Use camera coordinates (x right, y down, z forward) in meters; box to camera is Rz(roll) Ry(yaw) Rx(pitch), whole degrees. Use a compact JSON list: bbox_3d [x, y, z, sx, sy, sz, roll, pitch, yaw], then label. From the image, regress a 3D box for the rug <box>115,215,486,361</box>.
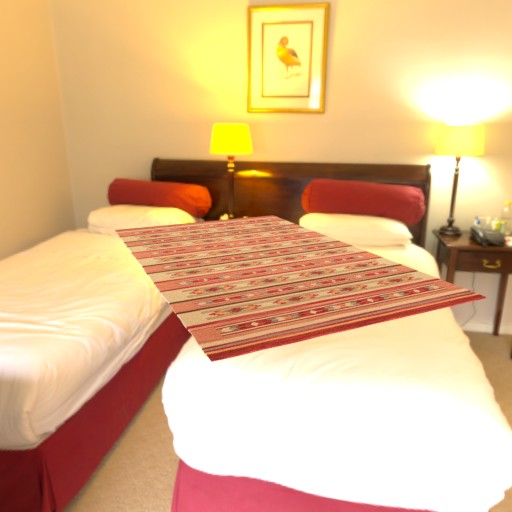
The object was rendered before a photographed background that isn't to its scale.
[{"bbox_3d":[0.000,0.000,3.067,1.535,0.010,2.431,-8,18,-24],"label":"rug"}]
